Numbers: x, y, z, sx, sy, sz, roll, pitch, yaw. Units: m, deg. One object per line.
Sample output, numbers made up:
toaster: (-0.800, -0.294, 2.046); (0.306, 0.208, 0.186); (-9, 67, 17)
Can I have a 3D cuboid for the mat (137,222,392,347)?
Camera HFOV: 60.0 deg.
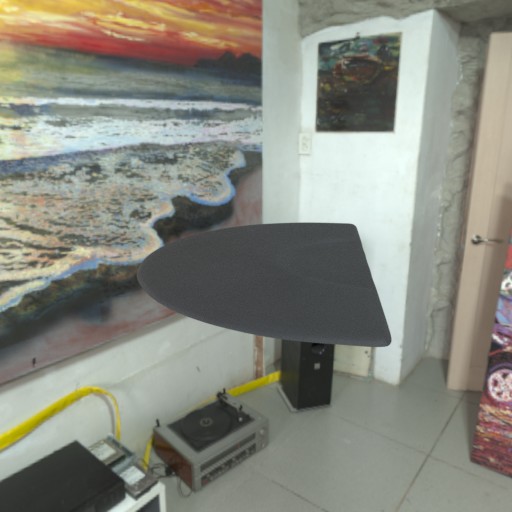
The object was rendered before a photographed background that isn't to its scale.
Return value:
mat: (0.000, 0.000, 1.865); (0.917, 0.016, 1.525); (2, 16, 8)
